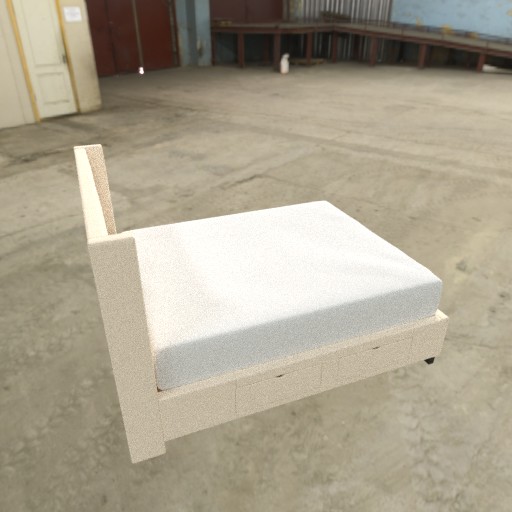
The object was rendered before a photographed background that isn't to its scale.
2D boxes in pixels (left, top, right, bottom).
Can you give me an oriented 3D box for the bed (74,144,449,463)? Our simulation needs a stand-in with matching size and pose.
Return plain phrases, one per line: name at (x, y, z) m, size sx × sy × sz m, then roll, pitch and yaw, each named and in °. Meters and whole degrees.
bed at (0.000, 0.000, 3.363) m, size 2.280 × 1.471 × 1.765 m, roll -11°, pitch 30°, yaw -19°
